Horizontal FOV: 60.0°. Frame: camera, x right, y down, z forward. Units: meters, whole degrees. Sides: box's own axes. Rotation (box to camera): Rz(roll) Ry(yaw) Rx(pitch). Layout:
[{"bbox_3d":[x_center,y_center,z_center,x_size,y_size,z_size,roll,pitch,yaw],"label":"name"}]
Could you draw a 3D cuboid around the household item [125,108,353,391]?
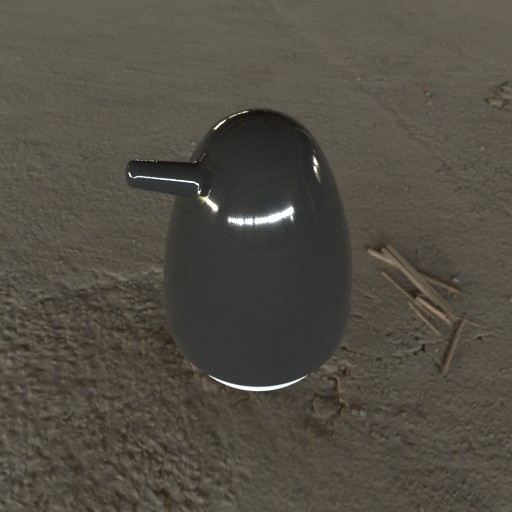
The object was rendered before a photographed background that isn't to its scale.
[{"bbox_3d":[0.000,0.000,0.222,0.104,0.152,0.102,-16,49,-15],"label":"household item"}]
